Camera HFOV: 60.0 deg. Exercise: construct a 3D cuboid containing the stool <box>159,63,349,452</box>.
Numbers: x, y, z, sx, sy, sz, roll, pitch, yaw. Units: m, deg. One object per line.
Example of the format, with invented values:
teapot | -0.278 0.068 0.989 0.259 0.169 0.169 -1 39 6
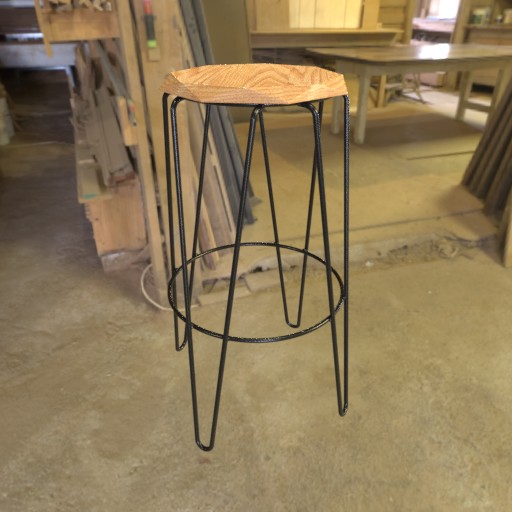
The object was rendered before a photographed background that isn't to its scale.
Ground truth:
stool | 0.000 0.000 0.796 0.326 0.610 0.326 -8 31 -14
